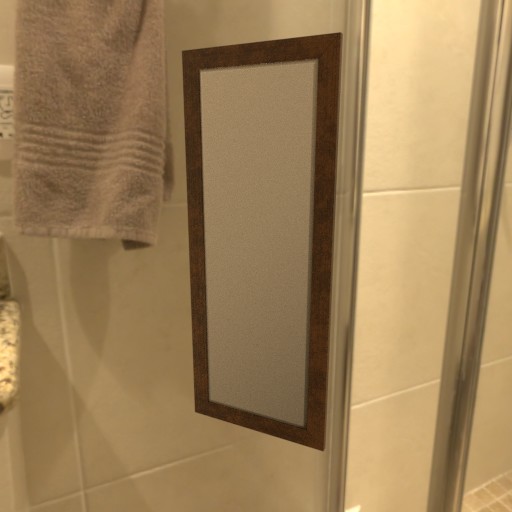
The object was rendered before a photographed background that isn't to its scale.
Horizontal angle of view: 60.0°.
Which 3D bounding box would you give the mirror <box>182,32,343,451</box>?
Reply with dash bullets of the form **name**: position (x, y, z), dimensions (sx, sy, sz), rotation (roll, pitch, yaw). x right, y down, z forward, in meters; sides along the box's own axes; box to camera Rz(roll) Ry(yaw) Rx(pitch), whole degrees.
- **mirror**: position (0.000, 0.000, 2.293), dimensions (0.812, 2.031, 0.032), rotation (7, 15, 26)
